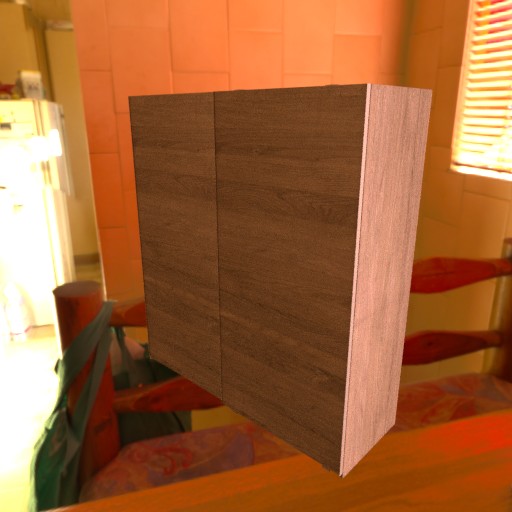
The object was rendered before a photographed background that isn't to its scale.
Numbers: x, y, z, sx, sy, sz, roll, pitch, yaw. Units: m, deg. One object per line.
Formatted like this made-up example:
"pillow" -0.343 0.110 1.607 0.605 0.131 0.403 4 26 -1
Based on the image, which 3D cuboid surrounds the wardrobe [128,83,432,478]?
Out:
"wardrobe" 0.000 0.000 2.827 1.780 1.960 0.629 16 23 40
